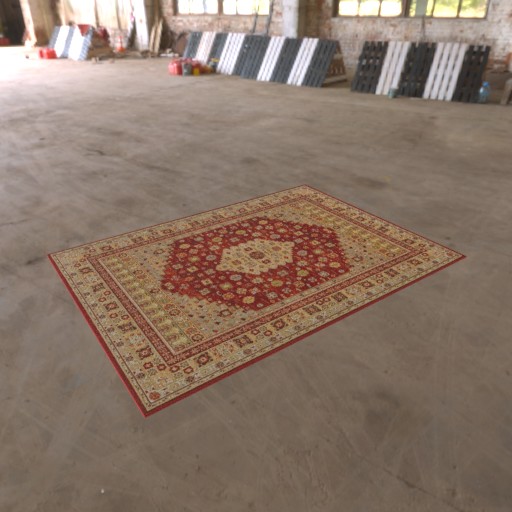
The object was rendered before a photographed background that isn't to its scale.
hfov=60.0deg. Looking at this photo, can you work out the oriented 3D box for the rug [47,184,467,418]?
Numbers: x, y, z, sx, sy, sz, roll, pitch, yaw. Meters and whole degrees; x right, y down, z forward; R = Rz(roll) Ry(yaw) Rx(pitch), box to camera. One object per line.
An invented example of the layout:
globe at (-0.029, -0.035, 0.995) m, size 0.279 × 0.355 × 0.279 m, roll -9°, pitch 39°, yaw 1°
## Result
rug at (0.000, 0.000, 2.875) m, size 2.211 × 0.013 × 1.593 m, roll -19°, pitch 35°, yaw -30°
